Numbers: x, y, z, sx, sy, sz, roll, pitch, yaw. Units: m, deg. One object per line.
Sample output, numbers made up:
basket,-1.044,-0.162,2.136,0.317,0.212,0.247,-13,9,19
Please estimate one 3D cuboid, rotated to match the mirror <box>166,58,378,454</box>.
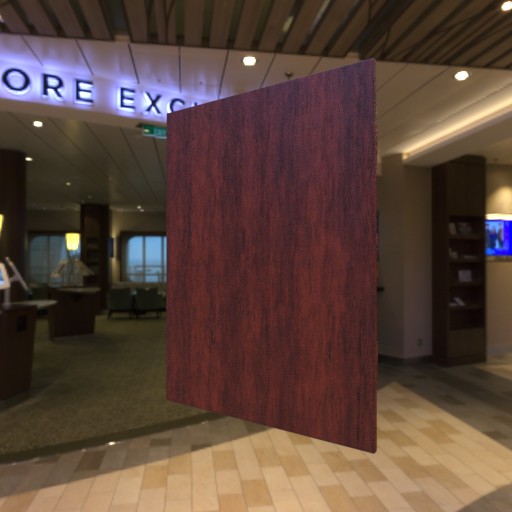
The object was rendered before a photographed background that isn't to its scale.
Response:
mirror,0.000,0.000,1.081,0.600,0.805,0.021,0,0,35
